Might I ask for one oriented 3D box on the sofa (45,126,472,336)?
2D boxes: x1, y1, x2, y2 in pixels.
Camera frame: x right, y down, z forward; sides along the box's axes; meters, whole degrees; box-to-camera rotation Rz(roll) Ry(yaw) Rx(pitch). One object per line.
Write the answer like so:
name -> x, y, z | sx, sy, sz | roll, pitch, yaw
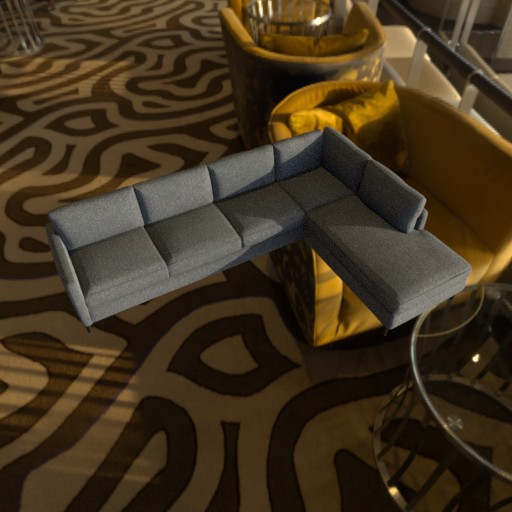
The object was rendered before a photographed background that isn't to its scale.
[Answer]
sofa -> 0.000, 0.000, 3.681 | 2.949, 0.815, 2.007 | -22, 49, -20
